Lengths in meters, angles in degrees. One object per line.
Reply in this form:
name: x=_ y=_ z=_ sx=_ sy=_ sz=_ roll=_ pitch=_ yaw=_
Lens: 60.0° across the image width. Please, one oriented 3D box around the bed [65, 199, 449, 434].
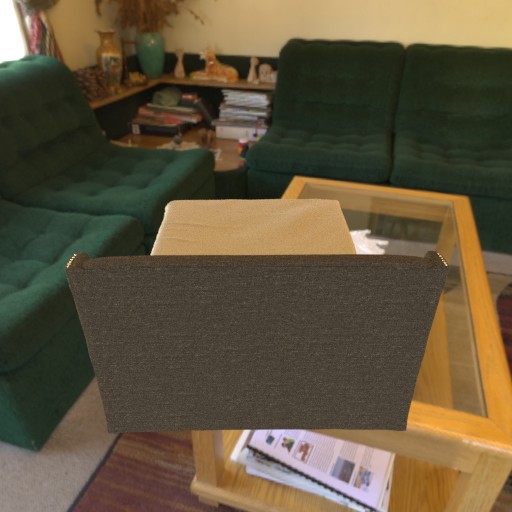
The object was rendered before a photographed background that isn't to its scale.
bed: x=0.000 y=0.000 z=3.462 sx=1.925 sy=1.332 sz=2.276 roll=0 pitch=32 yaw=0
